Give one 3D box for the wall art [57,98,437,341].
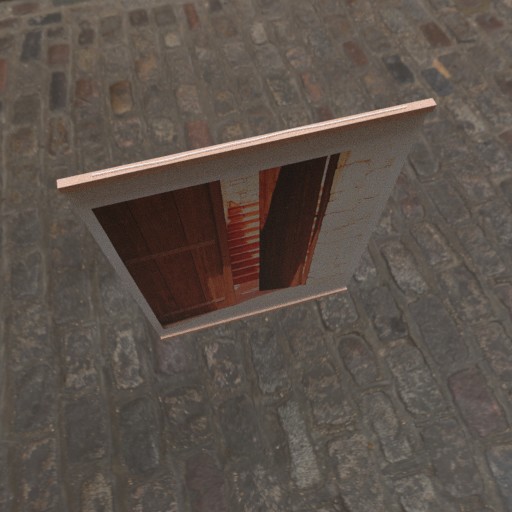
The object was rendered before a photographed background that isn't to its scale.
[{"bbox_3d":[0.000,0.000,1.306,0.758,1.013,0.020,-14,64,-7],"label":"wall art"}]
